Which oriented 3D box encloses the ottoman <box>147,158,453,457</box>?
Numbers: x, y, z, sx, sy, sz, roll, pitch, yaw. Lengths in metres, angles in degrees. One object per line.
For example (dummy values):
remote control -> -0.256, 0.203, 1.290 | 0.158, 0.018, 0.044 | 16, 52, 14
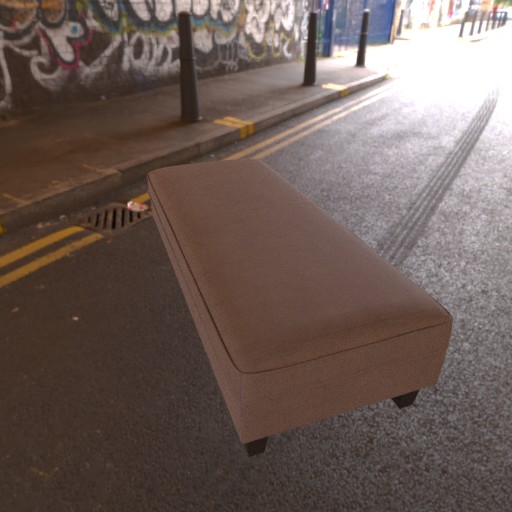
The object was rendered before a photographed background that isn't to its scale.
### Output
ottoman -> 0.000, 0.000, 2.046 | 0.751, 0.470, 1.764 | -10, 31, -17
